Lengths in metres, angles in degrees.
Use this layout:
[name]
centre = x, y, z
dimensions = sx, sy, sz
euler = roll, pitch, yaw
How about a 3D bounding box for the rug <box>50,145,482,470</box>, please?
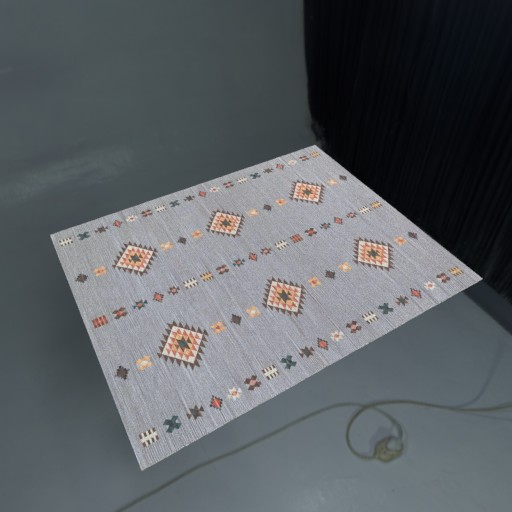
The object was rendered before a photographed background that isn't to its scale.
[rug]
centre = 0.000, 0.000, 3.949
dimensions = 3.035, 0.008, 2.425
euler = -23, 50, -21
